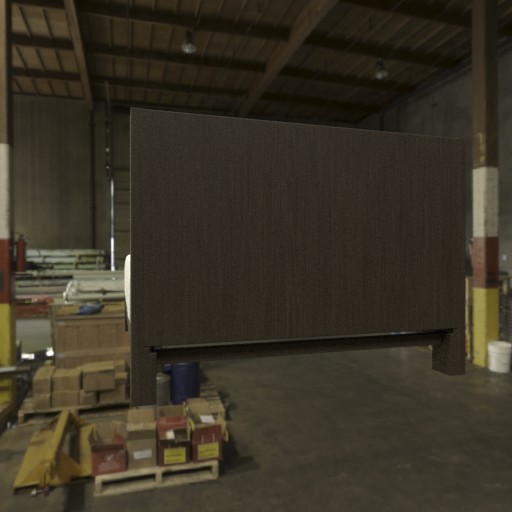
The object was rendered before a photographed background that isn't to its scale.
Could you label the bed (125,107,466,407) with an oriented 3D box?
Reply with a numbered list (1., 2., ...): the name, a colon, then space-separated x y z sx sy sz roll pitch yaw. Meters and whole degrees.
1. bed: 0.000 0.000 3.067 1.735 1.261 1.992 0 0 -17
